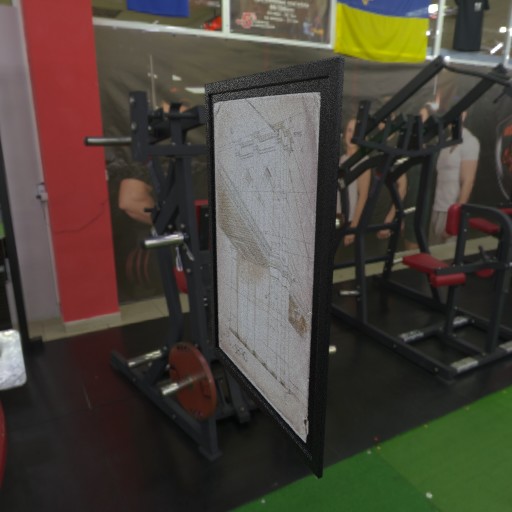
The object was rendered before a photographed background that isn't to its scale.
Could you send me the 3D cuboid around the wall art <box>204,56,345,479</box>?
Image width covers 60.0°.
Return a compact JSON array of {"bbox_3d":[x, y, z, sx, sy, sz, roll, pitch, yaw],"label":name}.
[{"bbox_3d":[0.000,0.000,1.268,0.013,0.967,0.707,-8,19,-26],"label":"wall art"}]
